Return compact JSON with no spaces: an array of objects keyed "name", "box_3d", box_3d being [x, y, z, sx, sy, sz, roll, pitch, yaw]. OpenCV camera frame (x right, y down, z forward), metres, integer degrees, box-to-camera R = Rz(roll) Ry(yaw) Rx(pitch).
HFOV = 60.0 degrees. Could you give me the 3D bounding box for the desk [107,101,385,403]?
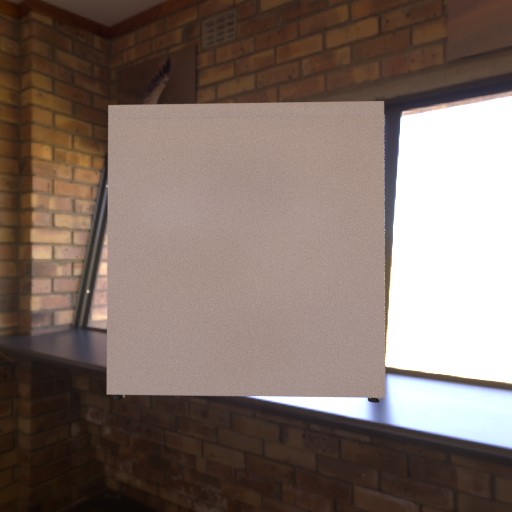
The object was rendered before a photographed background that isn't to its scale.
[{"name":"desk","box_3d":[0.000,0.000,1.800,0.690,0.740,1.400,0,-1,2]}]
